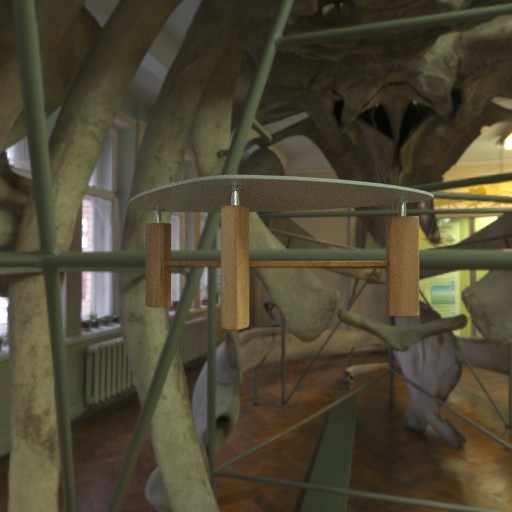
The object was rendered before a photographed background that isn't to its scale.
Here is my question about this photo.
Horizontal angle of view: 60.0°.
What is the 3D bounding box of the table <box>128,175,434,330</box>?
[{"bbox_3d":[0.000,0.000,1.641,1.250,0.440,0.850,0,-1,18],"label":"table"}]
